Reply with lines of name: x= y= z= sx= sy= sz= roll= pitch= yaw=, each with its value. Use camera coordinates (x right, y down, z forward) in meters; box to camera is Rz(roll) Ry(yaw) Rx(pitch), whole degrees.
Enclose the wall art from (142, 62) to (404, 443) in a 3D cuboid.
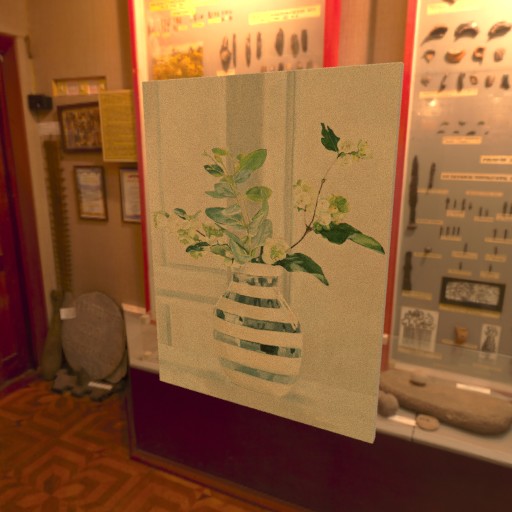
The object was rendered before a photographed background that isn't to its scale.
wall art: x=0.000 y=0.000 z=1.580 sx=0.914 sy=1.212 sz=0.038 roll=7 pitch=16 yaw=26
